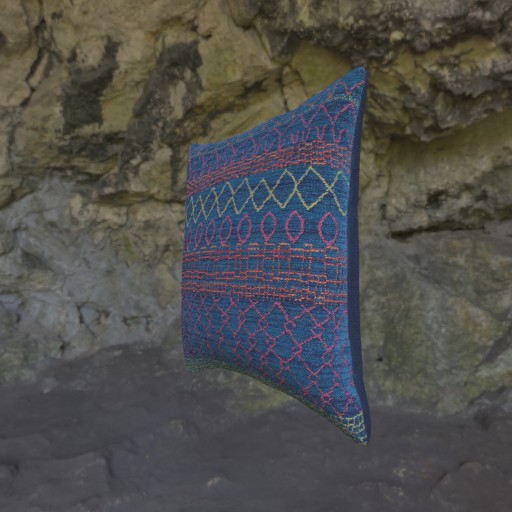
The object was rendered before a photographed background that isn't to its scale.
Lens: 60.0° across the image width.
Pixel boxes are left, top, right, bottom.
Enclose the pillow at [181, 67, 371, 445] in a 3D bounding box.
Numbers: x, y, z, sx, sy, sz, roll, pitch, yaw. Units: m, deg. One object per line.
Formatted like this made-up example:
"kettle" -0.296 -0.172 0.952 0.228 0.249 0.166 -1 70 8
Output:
"pillow" 0.000 0.000 0.666 0.141 0.431 0.431 1 -2 -35
